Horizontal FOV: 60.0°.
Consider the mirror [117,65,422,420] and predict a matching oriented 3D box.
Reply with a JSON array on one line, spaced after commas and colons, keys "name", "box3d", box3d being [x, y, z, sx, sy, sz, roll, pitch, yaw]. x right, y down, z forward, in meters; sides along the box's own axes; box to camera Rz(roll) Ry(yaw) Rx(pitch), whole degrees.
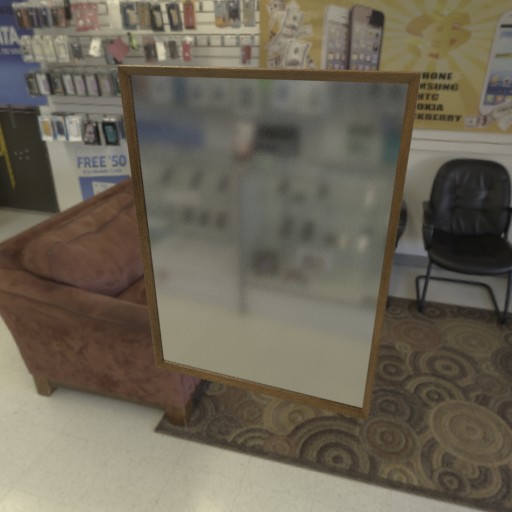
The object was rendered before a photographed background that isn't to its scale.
[{"name": "mirror", "box3d": [0.000, 0.000, 1.300, 0.762, 1.016, 0.041, 9, 28, 17]}]
